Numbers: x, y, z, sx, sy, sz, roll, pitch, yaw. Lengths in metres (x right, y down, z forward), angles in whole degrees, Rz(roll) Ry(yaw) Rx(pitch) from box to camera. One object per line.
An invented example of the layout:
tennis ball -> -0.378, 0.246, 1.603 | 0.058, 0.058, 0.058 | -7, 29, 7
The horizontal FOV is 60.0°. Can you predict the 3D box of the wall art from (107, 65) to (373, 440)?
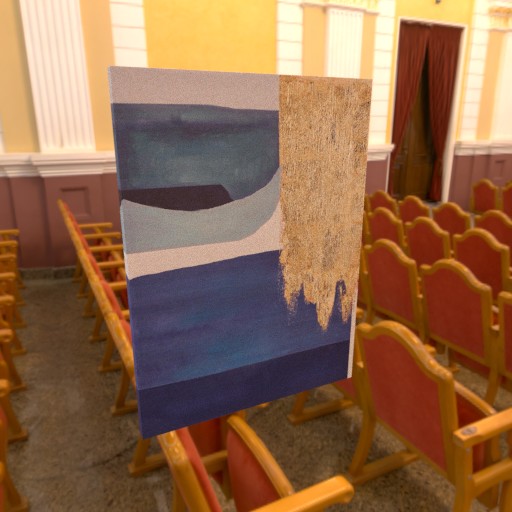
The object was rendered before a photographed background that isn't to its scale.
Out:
wall art -> 0.000, 0.000, 0.804 | 0.458, 0.613, 0.026 | -8, 19, -25
